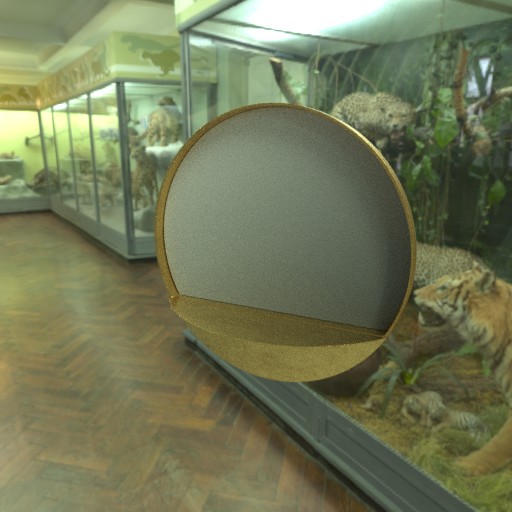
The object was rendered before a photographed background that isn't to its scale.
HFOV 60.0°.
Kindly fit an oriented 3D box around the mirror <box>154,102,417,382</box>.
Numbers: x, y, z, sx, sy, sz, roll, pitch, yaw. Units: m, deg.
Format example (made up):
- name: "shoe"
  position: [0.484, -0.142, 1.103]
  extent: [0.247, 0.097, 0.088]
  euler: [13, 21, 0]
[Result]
- name: "mirror"
  position: [0.000, 0.000, 0.688]
  extent: [0.457, 0.457, 0.133]
  euler: [7, 16, 26]
